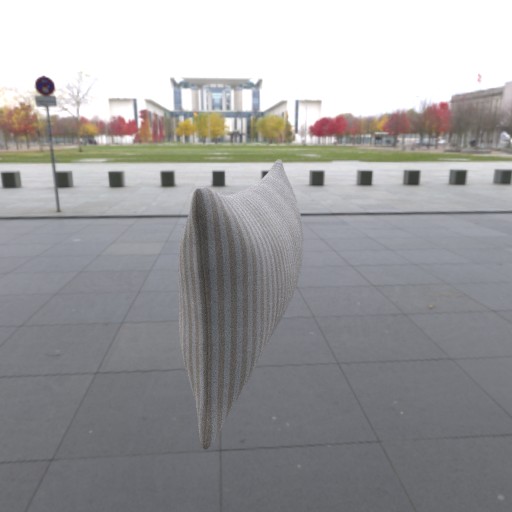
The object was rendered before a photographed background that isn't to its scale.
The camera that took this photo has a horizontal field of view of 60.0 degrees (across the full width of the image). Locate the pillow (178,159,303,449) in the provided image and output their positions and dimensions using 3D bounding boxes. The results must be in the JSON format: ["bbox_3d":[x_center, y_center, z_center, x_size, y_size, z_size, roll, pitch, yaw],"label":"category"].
[{"bbox_3d":[0.000,0.000,0.751,0.151,0.295,0.617,3,15,10],"label":"pillow"}]
